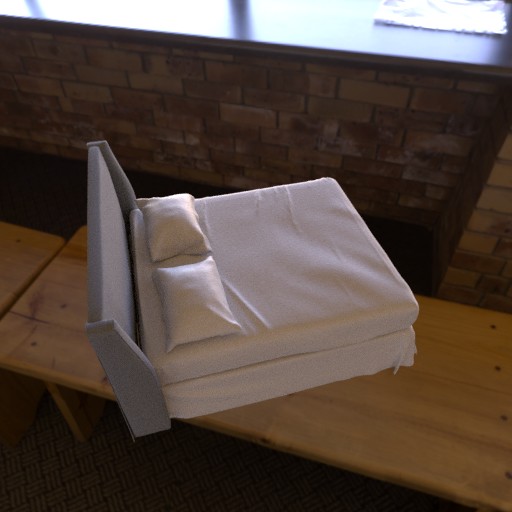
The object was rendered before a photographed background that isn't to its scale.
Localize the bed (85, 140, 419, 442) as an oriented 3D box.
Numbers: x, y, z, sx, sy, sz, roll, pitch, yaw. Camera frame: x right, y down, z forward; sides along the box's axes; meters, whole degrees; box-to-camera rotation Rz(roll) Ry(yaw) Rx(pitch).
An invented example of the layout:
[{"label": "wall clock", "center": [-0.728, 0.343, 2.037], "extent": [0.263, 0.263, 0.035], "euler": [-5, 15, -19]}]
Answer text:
[{"label": "bed", "center": [0.000, 0.000, 3.499], "extent": [2.276, 1.332, 1.925], "euler": [-11, 46, -10]}]
